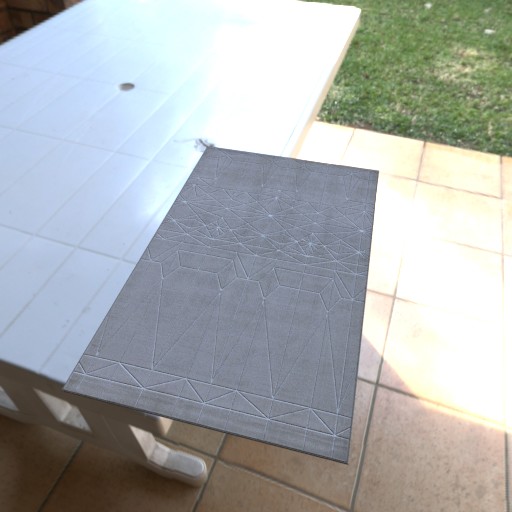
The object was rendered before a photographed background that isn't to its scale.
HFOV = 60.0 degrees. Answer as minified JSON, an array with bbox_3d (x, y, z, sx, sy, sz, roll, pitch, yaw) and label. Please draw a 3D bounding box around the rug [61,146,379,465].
[{"bbox_3d":[0.000,0.000,3.048,1.524,0.012,2.438,10,47,10],"label":"rug"}]
